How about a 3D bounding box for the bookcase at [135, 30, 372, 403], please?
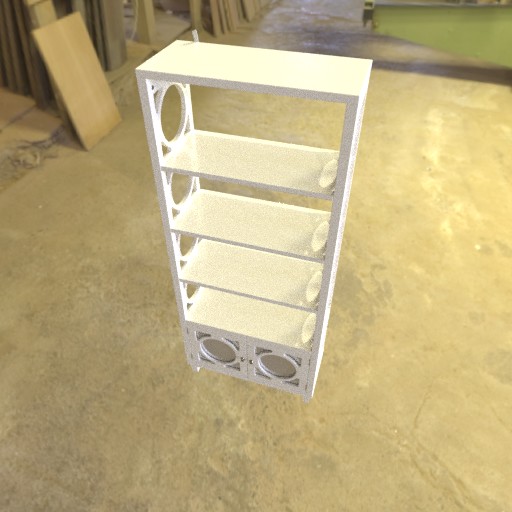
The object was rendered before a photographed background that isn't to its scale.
[{"bbox_3d":[0.000,0.000,2.133,0.761,1.869,0.361,12,43,13],"label":"bookcase"}]
